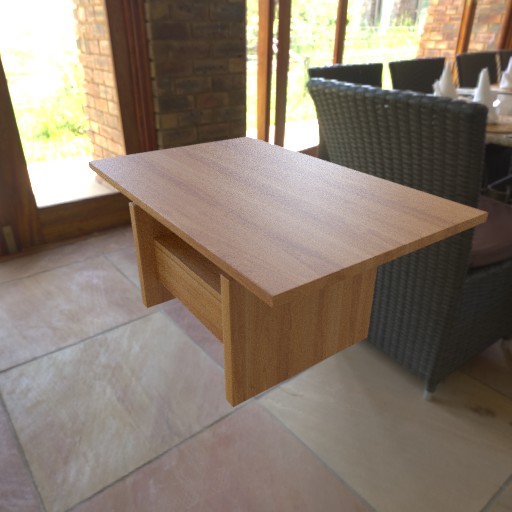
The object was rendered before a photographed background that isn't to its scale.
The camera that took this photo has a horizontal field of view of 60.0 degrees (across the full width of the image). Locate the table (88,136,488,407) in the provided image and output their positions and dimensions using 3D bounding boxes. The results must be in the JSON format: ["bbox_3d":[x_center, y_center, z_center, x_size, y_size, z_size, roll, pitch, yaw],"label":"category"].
[{"bbox_3d":[0.000,0.000,1.486,0.700,0.510,1.100,-18,32,-31],"label":"table"}]
